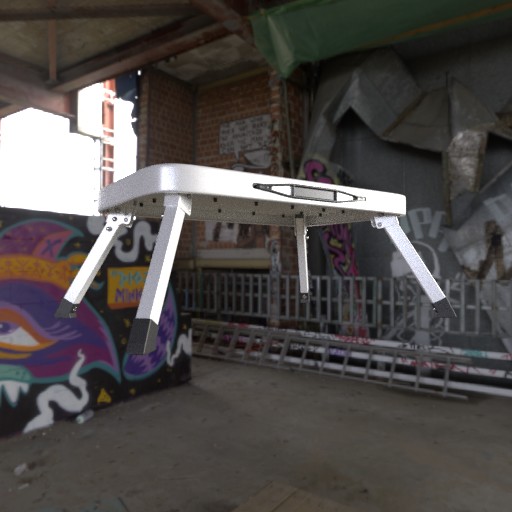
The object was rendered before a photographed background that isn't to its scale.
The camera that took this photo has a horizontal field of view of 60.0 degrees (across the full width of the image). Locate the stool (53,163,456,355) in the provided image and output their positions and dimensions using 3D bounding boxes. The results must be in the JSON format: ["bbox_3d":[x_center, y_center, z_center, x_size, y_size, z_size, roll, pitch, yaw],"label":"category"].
[{"bbox_3d":[0.000,0.000,0.609,0.460,0.170,0.320,1,-1,-35],"label":"stool"}]
